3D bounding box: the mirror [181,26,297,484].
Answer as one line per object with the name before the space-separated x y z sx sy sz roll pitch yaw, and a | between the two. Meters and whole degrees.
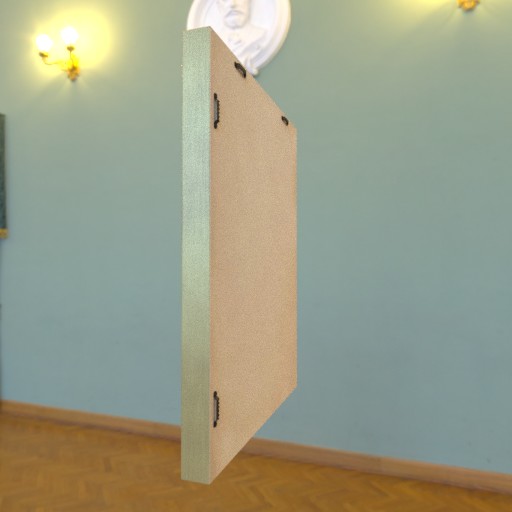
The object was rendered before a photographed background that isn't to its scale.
mirror | 0.000 0.000 0.688 0.041 0.509 0.406 0 -1 19
